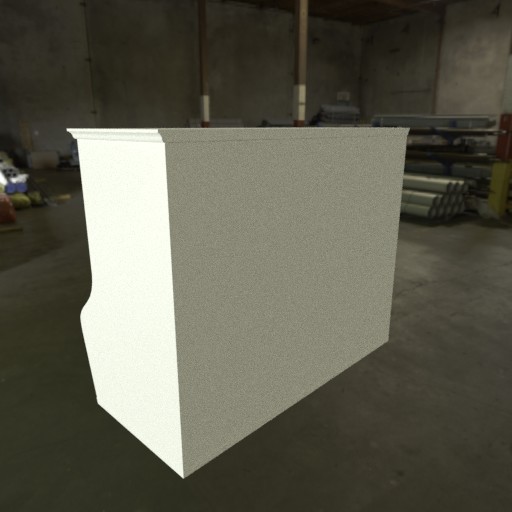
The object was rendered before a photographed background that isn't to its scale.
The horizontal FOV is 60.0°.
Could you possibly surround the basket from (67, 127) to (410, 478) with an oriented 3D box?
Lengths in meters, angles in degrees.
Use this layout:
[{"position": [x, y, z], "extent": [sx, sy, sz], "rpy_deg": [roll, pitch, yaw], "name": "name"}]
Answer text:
[{"position": [0.000, 0.000, 1.127], "extent": [0.376, 0.625, 0.792], "rpy_deg": [15, 22, 42], "name": "basket"}]
